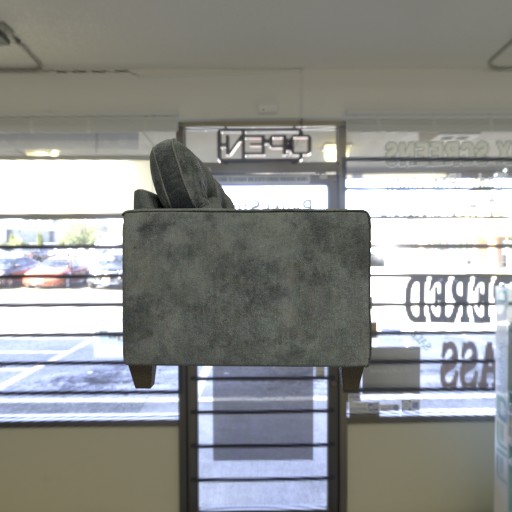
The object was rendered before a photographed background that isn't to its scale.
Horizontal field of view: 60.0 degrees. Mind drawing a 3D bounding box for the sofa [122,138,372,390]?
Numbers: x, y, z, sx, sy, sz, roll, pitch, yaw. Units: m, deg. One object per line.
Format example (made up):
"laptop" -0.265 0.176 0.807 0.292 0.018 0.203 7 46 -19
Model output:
"sofa" 0.000 0.000 2.658 0.939 0.965 2.133 0 1 2
